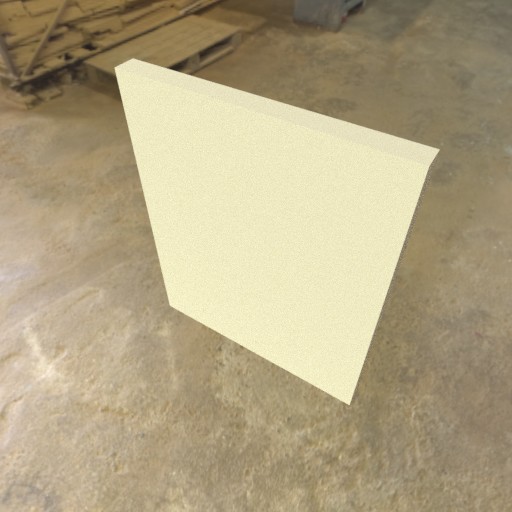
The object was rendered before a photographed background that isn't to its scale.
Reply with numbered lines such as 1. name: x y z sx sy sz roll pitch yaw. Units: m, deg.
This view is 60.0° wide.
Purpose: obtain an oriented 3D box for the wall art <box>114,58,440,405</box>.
1. wall art: 0.000 0.000 0.755 0.451 0.553 0.039 25 51 22
